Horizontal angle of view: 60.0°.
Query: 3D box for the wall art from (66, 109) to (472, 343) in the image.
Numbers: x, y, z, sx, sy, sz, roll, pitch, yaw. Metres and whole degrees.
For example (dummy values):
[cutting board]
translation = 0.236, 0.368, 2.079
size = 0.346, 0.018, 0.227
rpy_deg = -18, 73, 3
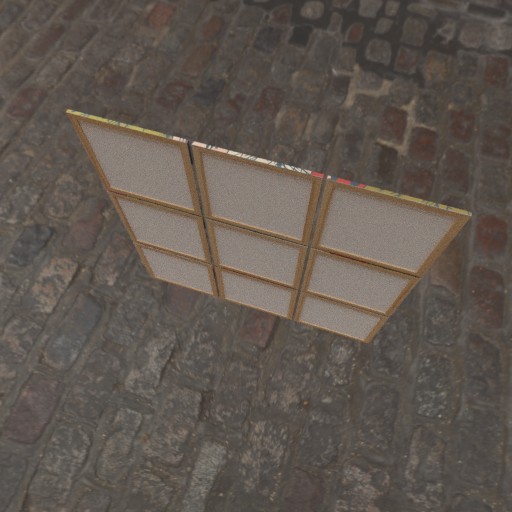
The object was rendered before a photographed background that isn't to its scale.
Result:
[wall art]
translation = 0.000, 0.000, 1.804
size = 1.206, 1.218, 0.013
rpy_deg = 16, 64, 8
